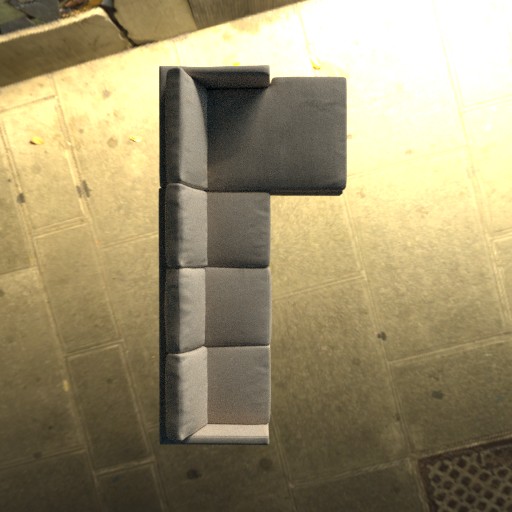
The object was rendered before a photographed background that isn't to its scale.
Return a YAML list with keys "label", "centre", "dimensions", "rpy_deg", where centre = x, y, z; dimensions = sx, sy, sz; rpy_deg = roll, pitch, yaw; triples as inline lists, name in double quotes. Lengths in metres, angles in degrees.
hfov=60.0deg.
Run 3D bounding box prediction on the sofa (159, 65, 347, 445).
- label: "sofa"
  centre: [0.000, 0.000, 3.932]
  dimensions: [1.625, 0.846, 3.186]
  rpy_deg: [0, 91, 1]
